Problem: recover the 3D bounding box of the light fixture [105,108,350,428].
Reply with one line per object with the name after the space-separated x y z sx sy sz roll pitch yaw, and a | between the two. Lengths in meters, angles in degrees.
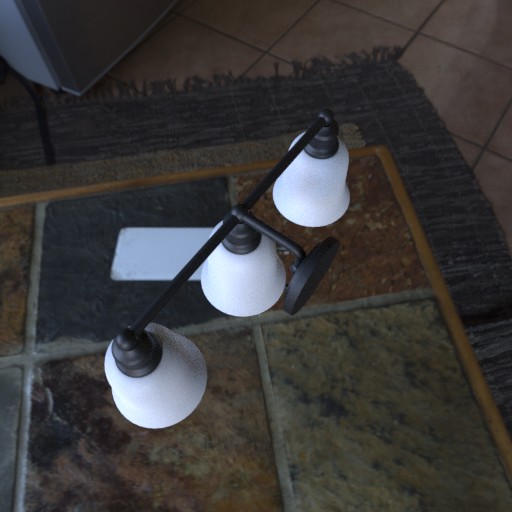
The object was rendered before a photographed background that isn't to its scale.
0.000 0.000 0.657 0.198 0.211 0.570 33 67 16 | light fixture
